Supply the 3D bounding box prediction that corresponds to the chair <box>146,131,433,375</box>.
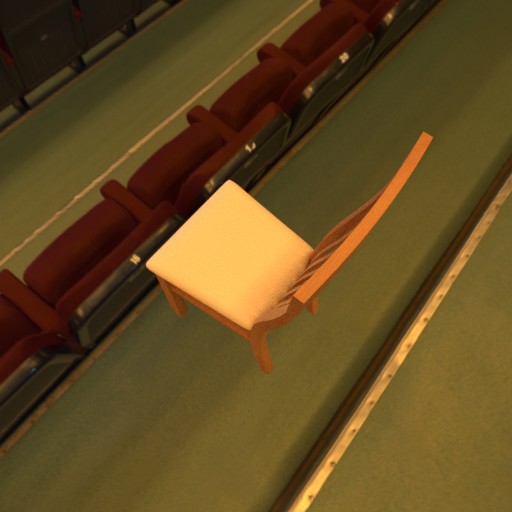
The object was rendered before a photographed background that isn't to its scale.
[{"bbox_3d":[0.000,0.000,1.357,0.580,1.050,0.450,35,69,16],"label":"chair"}]
